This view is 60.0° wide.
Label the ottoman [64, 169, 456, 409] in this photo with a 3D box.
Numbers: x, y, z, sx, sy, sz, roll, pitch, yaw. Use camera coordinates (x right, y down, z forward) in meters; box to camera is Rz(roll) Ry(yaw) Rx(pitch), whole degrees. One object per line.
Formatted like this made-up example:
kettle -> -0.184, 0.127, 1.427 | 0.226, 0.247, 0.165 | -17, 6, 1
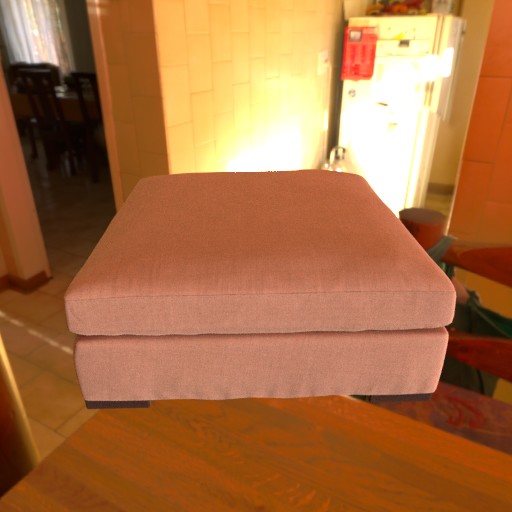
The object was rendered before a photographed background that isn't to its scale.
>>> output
ottoman -> 0.000, 0.000, 1.833 | 1.171, 0.517, 1.203 | -1, 27, -2
